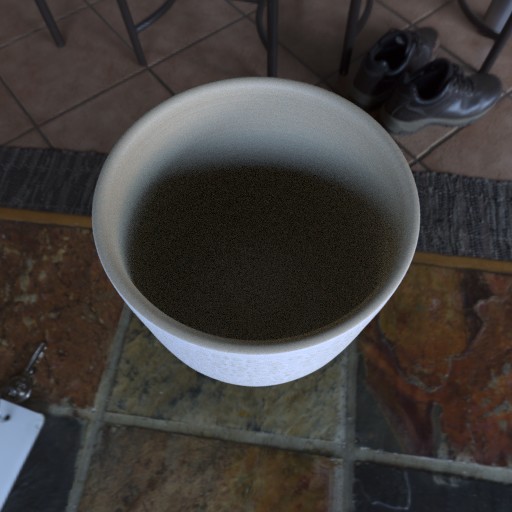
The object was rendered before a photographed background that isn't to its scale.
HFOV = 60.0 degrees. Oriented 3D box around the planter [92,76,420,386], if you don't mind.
[{"bbox_3d":[0.000,0.000,0.299,0.170,0.152,0.170,0,64,0],"label":"planter"}]
